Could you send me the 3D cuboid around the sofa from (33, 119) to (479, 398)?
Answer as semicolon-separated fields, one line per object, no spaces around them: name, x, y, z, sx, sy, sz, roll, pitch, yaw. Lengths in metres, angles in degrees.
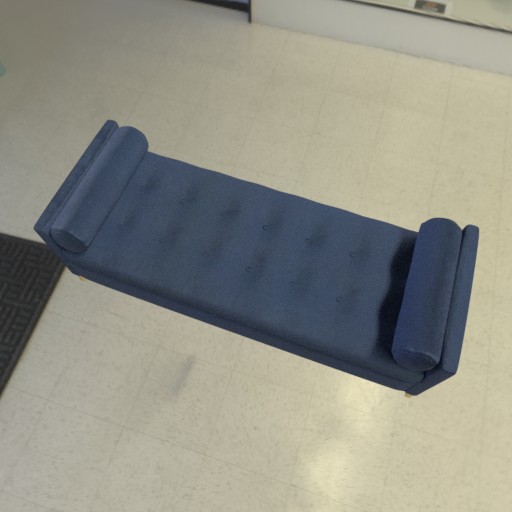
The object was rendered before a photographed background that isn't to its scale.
sofa;0.000;0.000;2.443;2.102;0.705;0.796;18;64;9
